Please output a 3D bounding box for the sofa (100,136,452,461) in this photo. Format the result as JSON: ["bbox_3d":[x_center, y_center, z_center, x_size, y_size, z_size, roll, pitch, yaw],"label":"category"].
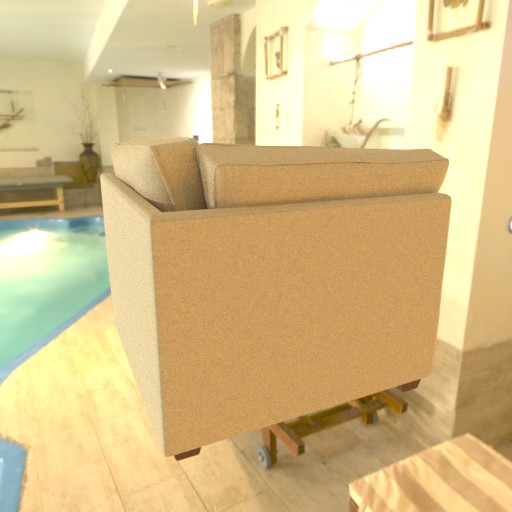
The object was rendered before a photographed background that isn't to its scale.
[{"bbox_3d":[0.000,0.000,1.799,1.050,0.937,1.042,-7,17,-24],"label":"sofa"}]
